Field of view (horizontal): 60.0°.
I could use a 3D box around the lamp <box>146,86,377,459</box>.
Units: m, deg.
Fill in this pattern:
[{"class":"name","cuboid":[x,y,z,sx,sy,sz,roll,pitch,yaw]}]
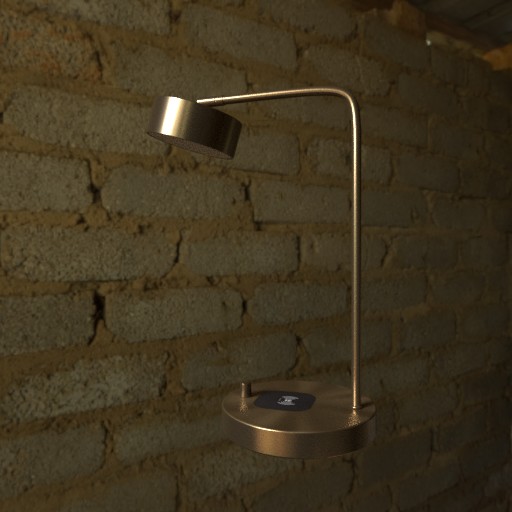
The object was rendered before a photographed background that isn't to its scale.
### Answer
[{"class":"lamp","cuboid":[0.000,0.000,0.513,0.270,0.380,0.171,0,0,18]}]
